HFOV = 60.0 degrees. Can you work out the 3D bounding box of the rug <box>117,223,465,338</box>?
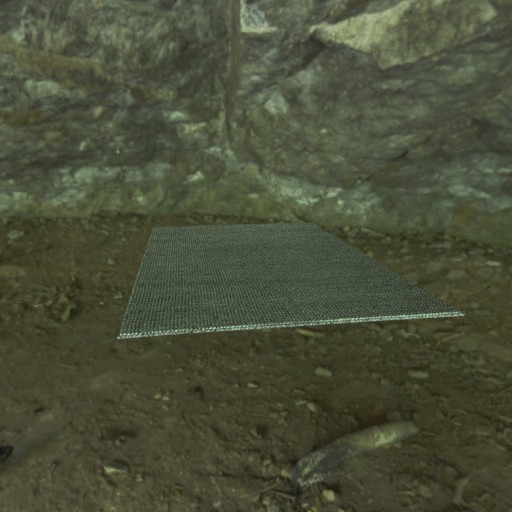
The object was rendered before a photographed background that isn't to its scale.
[{"bbox_3d":[0.000,0.000,3.071,1.538,0.021,2.443,-2,14,-9],"label":"rug"}]
